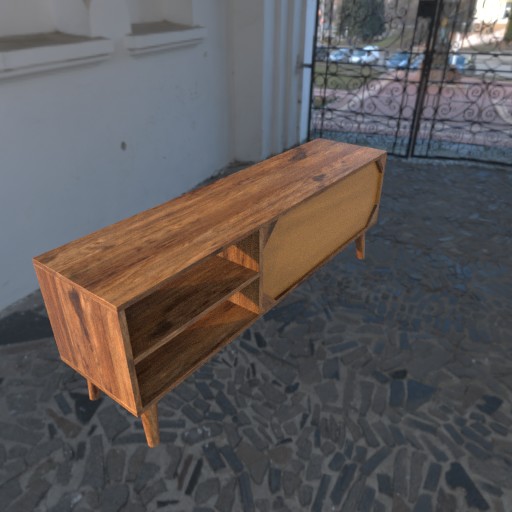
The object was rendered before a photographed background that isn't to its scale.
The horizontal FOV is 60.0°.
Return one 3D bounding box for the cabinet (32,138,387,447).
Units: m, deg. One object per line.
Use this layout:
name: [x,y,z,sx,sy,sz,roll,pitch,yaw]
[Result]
cabinet: [0.000,0.000,1.682,0.349,0.528,1.448,21,36,32]
